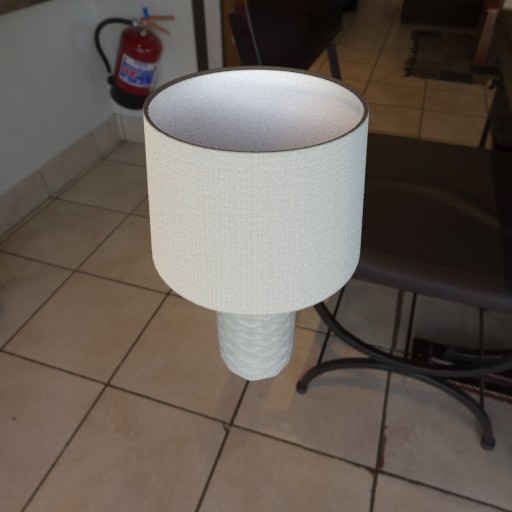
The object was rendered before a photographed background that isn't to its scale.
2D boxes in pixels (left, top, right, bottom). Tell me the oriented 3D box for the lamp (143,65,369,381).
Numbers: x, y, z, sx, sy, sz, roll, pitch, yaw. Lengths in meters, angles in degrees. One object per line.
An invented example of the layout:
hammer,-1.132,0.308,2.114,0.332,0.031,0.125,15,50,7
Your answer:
lamp,0.000,0.000,0.839,0.376,0.594,0.376,0,40,0
